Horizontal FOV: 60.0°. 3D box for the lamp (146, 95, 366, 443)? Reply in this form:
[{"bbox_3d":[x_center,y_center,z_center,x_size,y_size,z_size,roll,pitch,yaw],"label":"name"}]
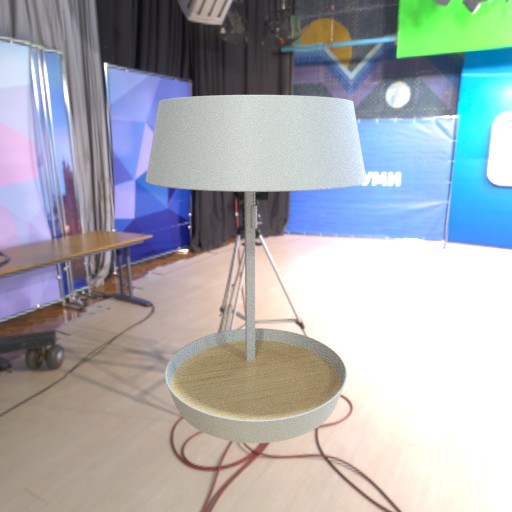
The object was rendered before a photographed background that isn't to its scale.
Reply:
[{"bbox_3d":[0.000,0.000,0.629,0.291,0.429,0.291,0,15,0],"label":"lamp"}]
